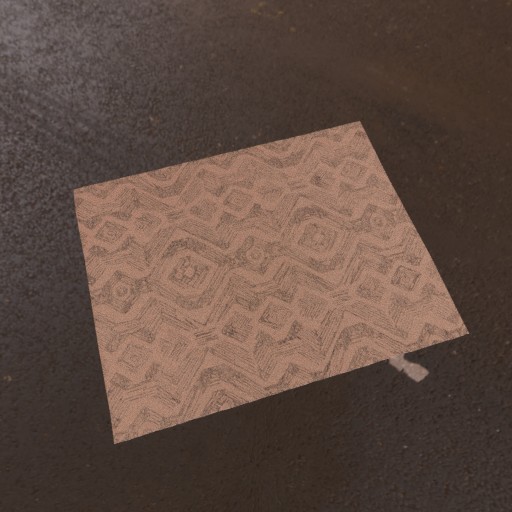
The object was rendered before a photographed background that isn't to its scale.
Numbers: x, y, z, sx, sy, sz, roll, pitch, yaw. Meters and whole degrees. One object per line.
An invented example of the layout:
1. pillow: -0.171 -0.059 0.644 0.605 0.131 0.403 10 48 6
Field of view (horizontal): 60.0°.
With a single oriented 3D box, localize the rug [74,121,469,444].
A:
1. rug: 0.000 0.000 4.064 3.054 0.030 2.430 -15 66 -7
